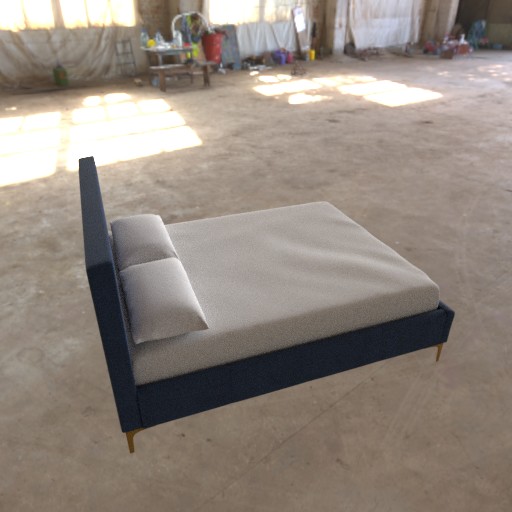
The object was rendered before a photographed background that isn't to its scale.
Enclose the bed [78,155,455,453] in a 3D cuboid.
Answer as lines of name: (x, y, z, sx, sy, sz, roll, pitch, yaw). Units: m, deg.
bed: (0.000, 0.000, 3.190, 2.172, 1.231, 1.723, -10, 31, -18)
